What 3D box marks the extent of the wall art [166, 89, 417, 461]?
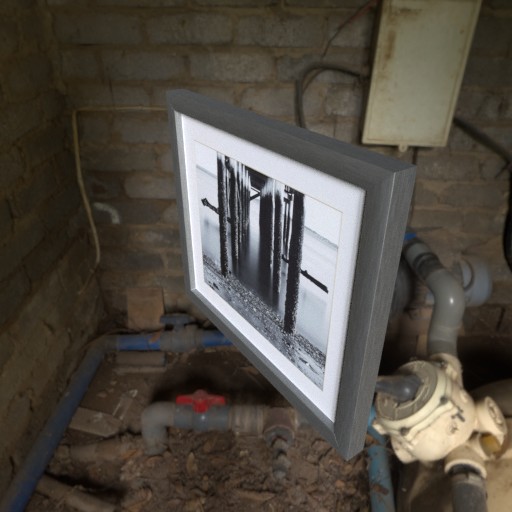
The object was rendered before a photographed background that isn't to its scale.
[{"bbox_3d":[0.000,0.000,0.540,0.028,0.330,0.380,-20,36,-30],"label":"wall art"}]
